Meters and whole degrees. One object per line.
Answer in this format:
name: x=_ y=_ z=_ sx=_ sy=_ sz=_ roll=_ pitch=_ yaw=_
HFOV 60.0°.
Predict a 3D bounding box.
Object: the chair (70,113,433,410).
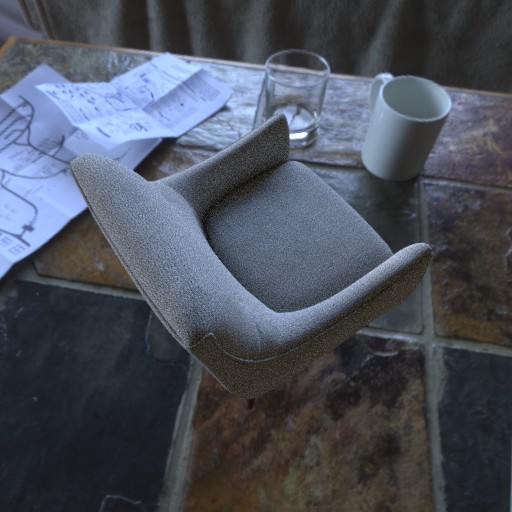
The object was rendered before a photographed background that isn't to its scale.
chair: x=0.000 y=0.000 z=1.448 sx=0.787 sy=0.838 sz=0.762 roll=-30 pitch=62 yaw=-18
